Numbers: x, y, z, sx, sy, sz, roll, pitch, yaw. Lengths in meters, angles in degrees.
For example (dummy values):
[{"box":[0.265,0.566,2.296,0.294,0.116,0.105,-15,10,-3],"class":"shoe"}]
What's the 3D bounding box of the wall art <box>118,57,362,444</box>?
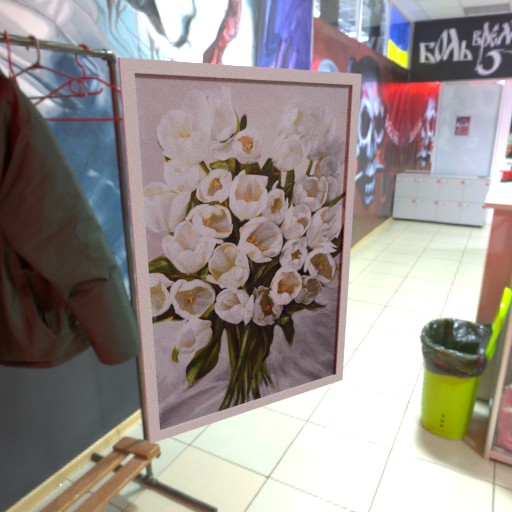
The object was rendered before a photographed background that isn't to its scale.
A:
[{"box":[0.000,0.000,1.223,0.660,0.965,0.015,-9,18,-27],"class":"wall art"}]
